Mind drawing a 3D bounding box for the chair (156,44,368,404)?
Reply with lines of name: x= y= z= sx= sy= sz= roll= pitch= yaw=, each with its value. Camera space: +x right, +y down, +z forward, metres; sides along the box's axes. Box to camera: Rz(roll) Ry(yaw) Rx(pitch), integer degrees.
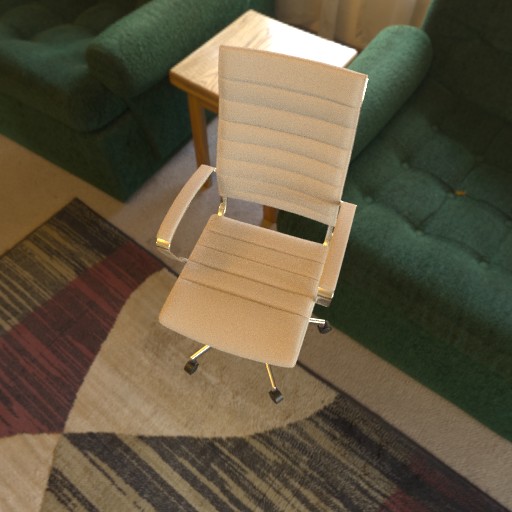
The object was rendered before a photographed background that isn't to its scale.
chair: x=0.000 y=0.000 z=1.569 sx=0.679 sy=1.149 sz=0.667 roll=16 pitch=59 yaw=10
